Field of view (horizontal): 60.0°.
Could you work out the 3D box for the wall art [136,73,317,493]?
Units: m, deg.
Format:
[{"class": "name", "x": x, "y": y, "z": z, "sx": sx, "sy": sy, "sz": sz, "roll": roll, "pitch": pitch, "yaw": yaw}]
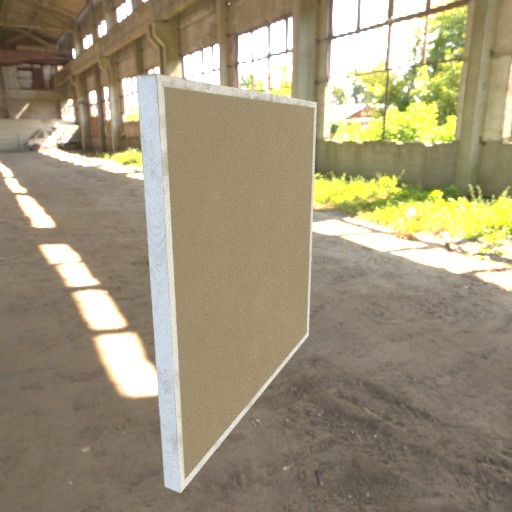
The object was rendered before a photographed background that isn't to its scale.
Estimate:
[{"class": "wall art", "x": 0.000, "y": 0.000, "z": 1.094, "sx": 0.038, "sy": 0.757, "sz": 0.760, "roll": 7, "pitch": 17, "yaw": 24}]
